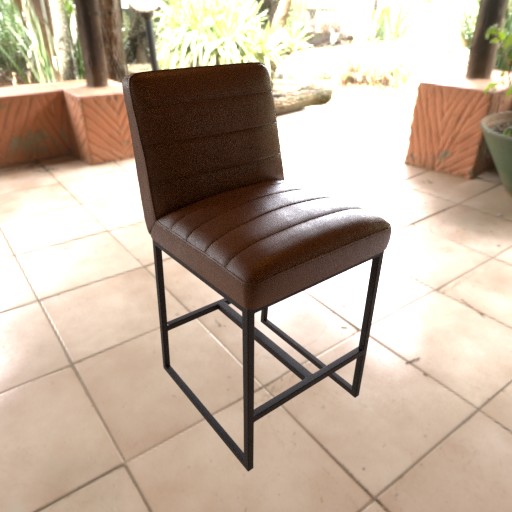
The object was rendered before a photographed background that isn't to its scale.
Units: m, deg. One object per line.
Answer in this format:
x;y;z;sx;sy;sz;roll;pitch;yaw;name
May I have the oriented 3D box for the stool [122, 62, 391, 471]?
0.000;0.000;1.234;0.458;0.940;0.556;-21;35;-32;stool
